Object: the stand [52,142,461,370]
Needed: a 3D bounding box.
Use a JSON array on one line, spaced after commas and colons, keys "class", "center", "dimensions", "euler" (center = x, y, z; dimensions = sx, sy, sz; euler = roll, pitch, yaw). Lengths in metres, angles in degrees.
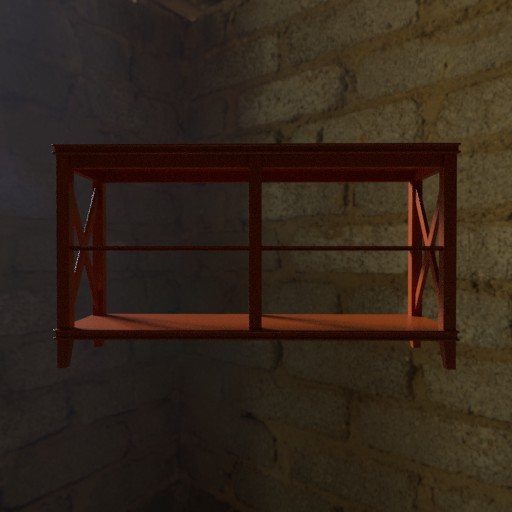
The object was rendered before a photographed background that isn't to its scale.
[{"class": "stand", "center": [0.000, 0.000, 1.680], "dimensions": [1.372, 0.762, 0.381], "euler": [0, 1, 1]}]
